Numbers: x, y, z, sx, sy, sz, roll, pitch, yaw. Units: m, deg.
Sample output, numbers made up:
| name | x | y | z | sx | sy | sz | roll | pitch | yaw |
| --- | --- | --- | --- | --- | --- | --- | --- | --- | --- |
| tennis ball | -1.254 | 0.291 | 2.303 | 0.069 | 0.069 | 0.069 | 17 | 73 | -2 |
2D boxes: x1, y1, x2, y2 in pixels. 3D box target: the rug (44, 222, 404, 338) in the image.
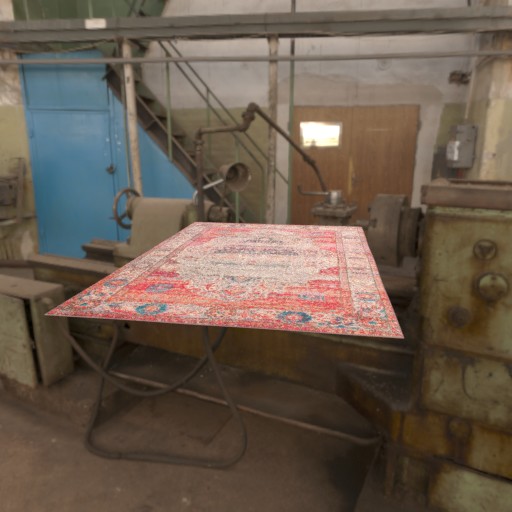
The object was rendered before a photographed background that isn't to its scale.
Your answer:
| name | x | y | z | sx | sy | sz | roll | pitch | yaw |
| --- | --- | --- | --- | --- | --- | --- | --- | --- | --- |
| rug | 0.000 | 0.000 | 2.337 | 1.219 | 0.006 | 1.829 | 2 | 15 | 9 |
